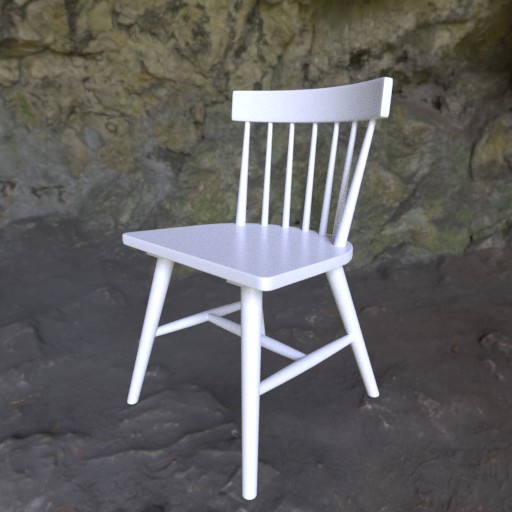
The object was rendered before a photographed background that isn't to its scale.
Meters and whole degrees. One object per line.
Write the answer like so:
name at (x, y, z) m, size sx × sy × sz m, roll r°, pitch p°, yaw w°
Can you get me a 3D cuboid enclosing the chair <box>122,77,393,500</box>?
chair at (0.000, 0.000, 1.062) m, size 0.483 × 0.787 × 0.500 m, roll 15°, pitch 22°, yaw 43°
